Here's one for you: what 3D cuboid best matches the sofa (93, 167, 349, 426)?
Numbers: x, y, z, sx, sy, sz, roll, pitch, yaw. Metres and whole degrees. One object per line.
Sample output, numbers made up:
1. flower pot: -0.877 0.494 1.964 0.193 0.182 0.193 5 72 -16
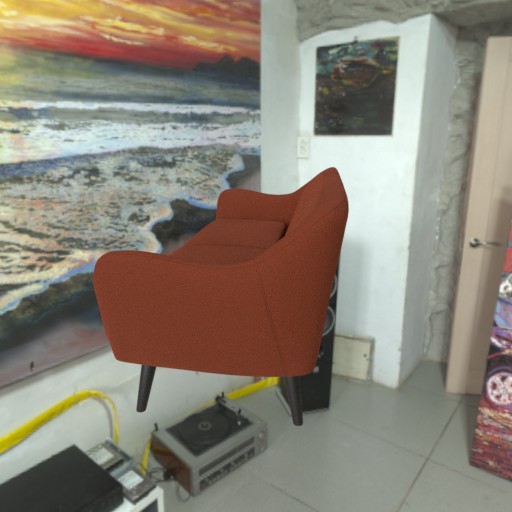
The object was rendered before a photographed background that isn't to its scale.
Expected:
1. sofa: 0.000 0.000 2.252 0.820 0.836 1.840 2 15 8
